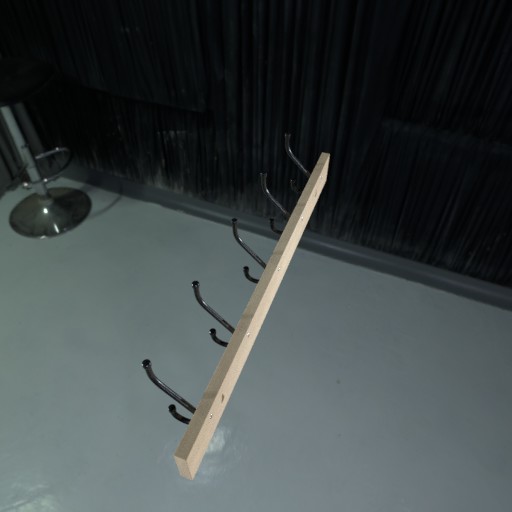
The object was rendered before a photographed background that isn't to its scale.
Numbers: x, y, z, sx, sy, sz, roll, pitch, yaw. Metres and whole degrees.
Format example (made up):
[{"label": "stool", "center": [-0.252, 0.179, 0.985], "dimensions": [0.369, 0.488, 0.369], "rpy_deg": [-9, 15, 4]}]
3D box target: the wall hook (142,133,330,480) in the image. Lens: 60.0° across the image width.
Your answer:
[{"label": "wall hook", "center": [0.000, 0.000, 0.629], "dimensions": [0.071, 0.117, 0.571], "rpy_deg": [15, 48, 14]}]
